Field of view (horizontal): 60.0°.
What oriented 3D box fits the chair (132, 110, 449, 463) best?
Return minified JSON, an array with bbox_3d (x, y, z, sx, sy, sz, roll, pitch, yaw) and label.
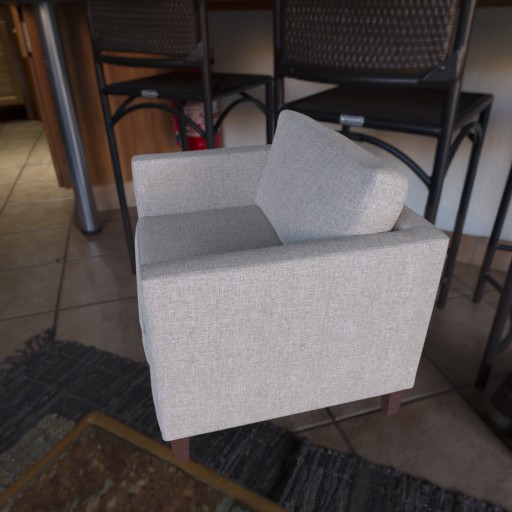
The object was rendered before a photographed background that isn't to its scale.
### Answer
[{"bbox_3d":[0.000,0.000,1.817,0.959,0.987,1.107,-8,31,-13],"label":"chair"}]
